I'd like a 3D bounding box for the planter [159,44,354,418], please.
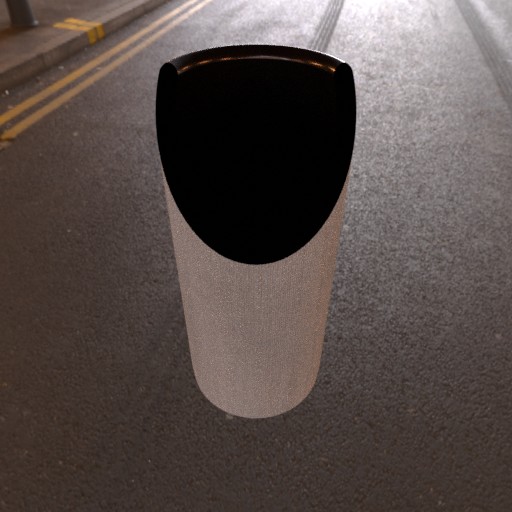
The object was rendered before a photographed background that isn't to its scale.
[{"bbox_3d":[0.000,0.000,0.128,0.045,0.103,0.045,-26,47,-27],"label":"planter"}]
